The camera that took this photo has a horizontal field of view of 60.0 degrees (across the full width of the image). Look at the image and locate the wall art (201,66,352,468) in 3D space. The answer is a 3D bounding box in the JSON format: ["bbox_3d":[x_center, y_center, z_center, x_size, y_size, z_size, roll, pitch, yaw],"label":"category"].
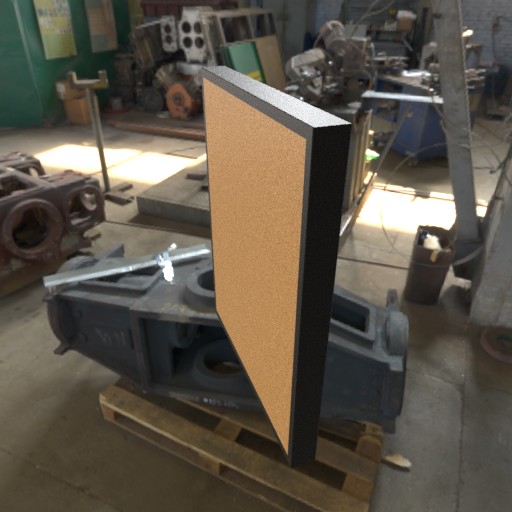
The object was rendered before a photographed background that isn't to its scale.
[{"bbox_3d":[0.000,0.000,0.511,0.030,0.369,0.294,-11,32,-18],"label":"wall art"}]
